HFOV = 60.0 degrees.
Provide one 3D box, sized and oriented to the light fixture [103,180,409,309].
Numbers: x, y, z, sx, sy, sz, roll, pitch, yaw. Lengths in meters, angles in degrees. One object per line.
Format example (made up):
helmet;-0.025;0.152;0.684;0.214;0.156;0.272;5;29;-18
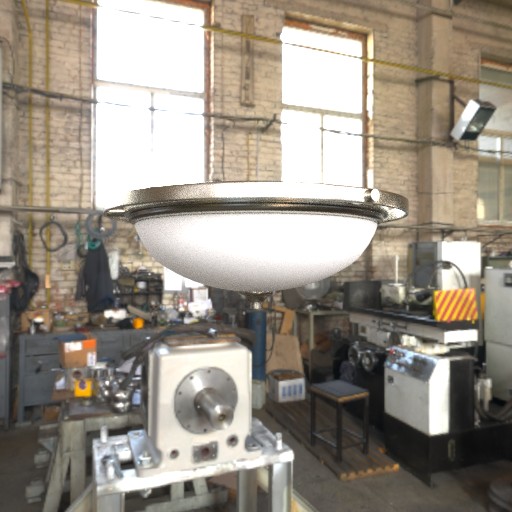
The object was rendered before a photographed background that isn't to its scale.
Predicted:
light fixture;0.000;0.000;0.553;0.361;0.130;0.361;0;-1;0
